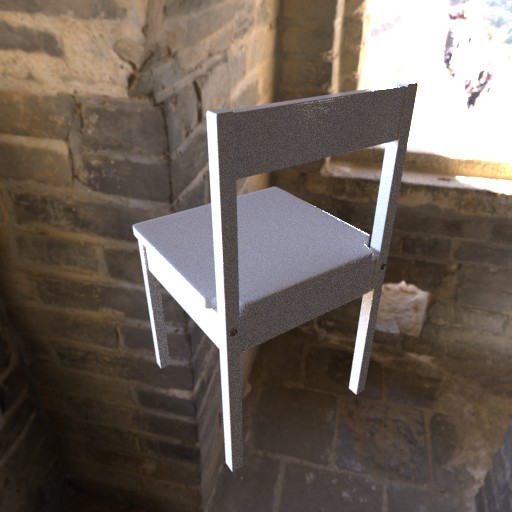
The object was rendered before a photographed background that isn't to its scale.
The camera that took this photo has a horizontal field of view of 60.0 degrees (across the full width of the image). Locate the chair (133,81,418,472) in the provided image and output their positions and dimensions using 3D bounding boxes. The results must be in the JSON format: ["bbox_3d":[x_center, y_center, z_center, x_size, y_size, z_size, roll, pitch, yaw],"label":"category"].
[{"bbox_3d":[0.000,0.000,0.884,0.367,0.668,0.361,-20,36,-29],"label":"chair"}]
